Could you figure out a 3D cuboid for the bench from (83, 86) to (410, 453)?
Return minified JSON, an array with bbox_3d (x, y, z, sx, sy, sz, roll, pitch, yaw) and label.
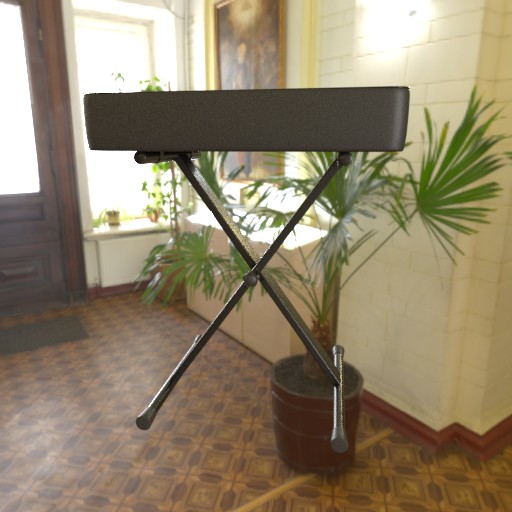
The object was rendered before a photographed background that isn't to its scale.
[{"bbox_3d":[0.000,0.000,0.757,0.424,0.500,0.321,2,14,10],"label":"bench"}]
